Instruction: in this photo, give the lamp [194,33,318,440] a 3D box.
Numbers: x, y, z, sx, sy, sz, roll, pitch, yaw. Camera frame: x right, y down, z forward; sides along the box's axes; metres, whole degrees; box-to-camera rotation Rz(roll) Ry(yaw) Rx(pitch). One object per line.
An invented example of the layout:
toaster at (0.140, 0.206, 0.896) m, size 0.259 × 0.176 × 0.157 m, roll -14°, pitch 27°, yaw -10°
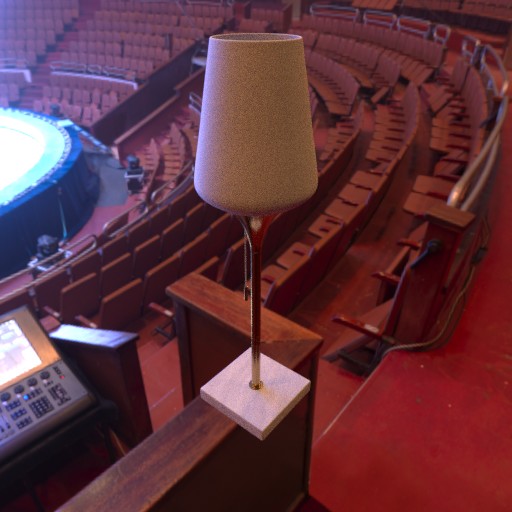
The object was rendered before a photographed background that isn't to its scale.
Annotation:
lamp at (0.000, 0.000, 0.718) m, size 0.181 × 0.639 × 0.181 m, roll 23°, pitch 37°, yaw 33°
